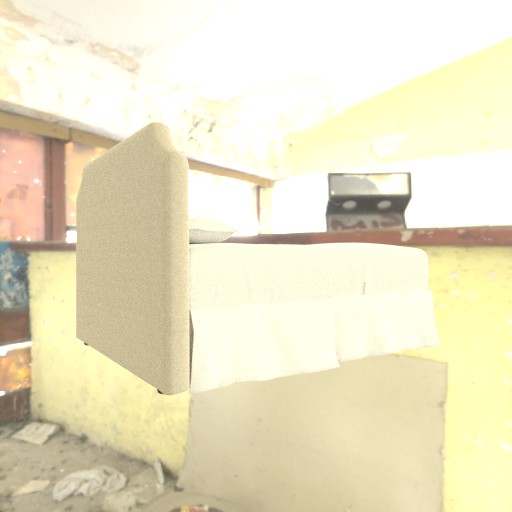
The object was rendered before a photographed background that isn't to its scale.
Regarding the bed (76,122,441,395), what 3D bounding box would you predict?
[{"bbox_3d":[0.000,0.000,3.214,2.116,1.290,1.693,0,0,-35],"label":"bed"}]
